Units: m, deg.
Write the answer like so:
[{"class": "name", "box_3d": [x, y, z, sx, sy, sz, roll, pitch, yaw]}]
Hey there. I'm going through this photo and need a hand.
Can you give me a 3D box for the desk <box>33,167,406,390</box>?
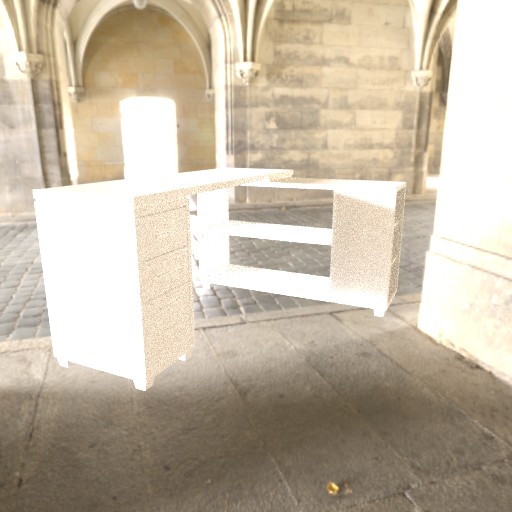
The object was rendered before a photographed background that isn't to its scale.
[{"class": "desk", "box_3d": [0.000, 0.000, 2.239, 1.199, 0.759, 1.524, 7, 16, 25]}]
